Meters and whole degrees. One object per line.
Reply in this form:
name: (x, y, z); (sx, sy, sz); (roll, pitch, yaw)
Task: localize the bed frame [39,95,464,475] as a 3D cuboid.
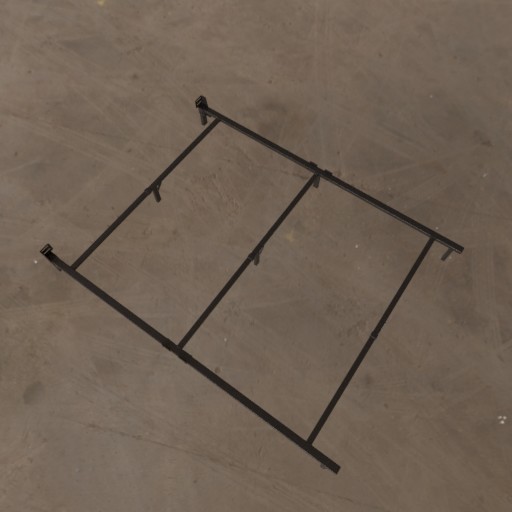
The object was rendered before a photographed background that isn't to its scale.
bed frame: (0.000, 0.000, 2.667); (1.990, 0.248, 1.498); (32, 68, 15)
